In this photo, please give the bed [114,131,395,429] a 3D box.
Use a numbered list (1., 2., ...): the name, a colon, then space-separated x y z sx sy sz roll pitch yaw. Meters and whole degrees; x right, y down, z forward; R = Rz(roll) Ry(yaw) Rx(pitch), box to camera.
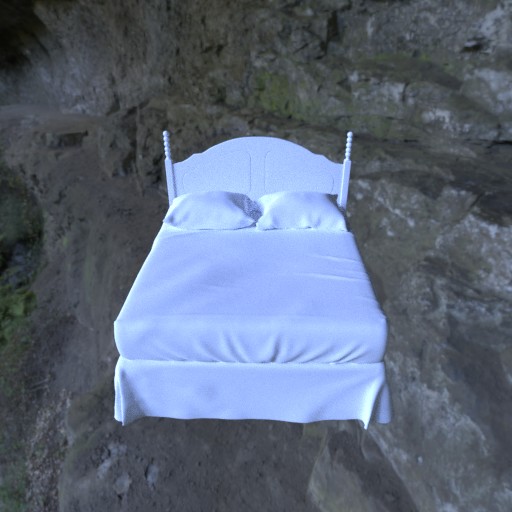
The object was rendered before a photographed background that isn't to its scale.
1. bed: 0.000 0.000 3.308 1.873 1.356 2.040 1 30 1
